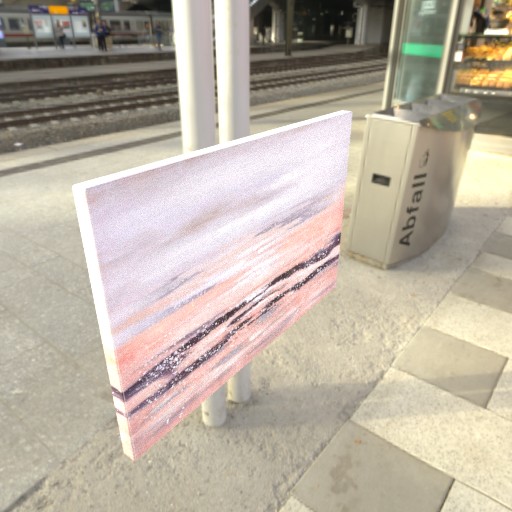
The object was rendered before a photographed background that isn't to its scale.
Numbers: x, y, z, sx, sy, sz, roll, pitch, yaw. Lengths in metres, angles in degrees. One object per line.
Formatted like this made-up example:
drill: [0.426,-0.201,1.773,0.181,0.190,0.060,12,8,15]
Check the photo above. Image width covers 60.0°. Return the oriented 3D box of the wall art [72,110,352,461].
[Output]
wall art: [0.000,0.000,1.146,0.038,0.609,0.913,19,32,32]
